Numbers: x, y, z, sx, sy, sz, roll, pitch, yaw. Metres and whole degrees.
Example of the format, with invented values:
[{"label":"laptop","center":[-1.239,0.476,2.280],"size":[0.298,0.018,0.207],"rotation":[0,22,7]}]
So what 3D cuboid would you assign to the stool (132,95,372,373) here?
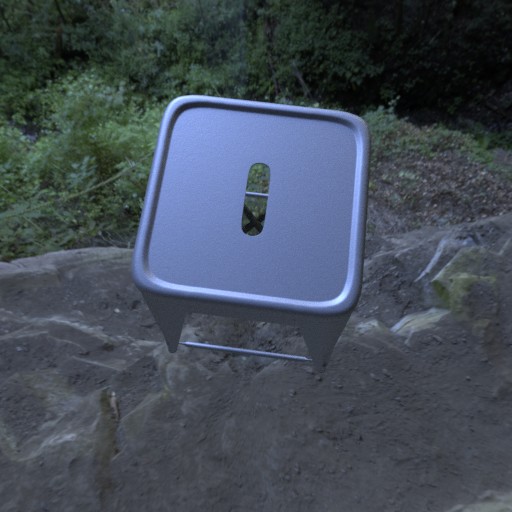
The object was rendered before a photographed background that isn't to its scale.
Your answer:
[{"label":"stool","center":[0.000,0.000,0.896],"size":[0.406,0.610,0.406],"rotation":[7,75,2]}]
